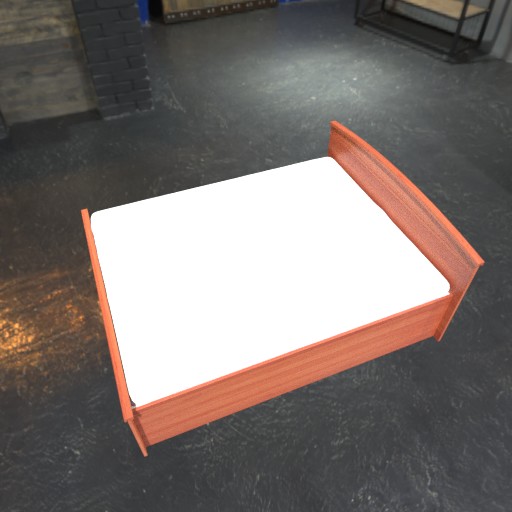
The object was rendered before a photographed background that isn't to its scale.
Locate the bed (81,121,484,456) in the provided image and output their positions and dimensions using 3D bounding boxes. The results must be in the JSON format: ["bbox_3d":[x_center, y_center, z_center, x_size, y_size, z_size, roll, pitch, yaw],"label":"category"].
[{"bbox_3d":[0.000,0.000,2.987,2.053,0.848,1.683,-16,48,-15],"label":"bed"}]
